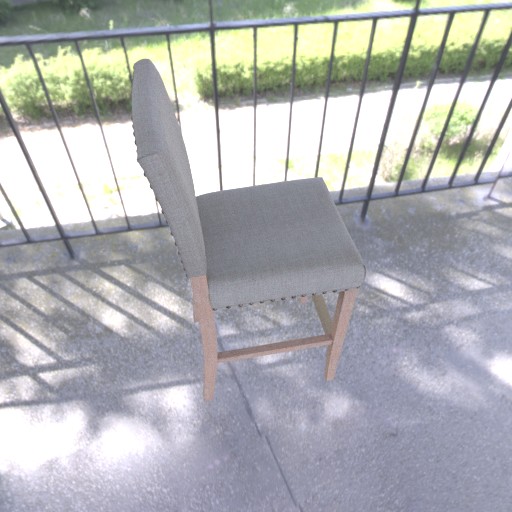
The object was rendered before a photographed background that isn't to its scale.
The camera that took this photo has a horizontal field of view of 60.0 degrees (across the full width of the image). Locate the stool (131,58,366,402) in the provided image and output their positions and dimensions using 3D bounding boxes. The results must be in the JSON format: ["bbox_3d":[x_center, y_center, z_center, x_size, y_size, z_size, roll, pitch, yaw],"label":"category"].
[{"bbox_3d":[0.000,0.000,1.475,0.585,1.173,0.445,-9,49,-8],"label":"stool"}]
